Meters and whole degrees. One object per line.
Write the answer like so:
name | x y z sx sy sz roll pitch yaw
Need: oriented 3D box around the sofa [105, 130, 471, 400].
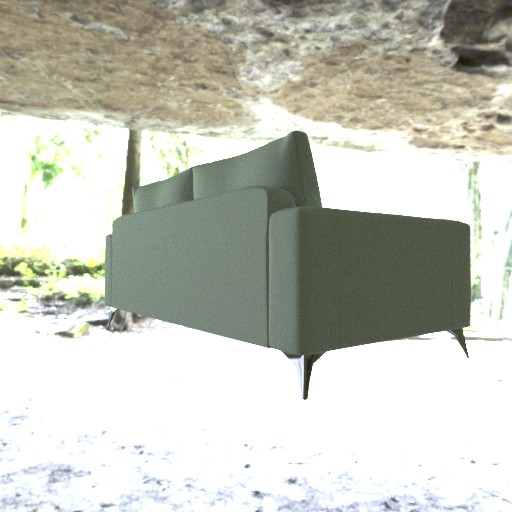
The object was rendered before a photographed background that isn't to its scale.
sofa | 0.000 0.000 2.103 0.920 0.790 1.650 0 -1 -36
